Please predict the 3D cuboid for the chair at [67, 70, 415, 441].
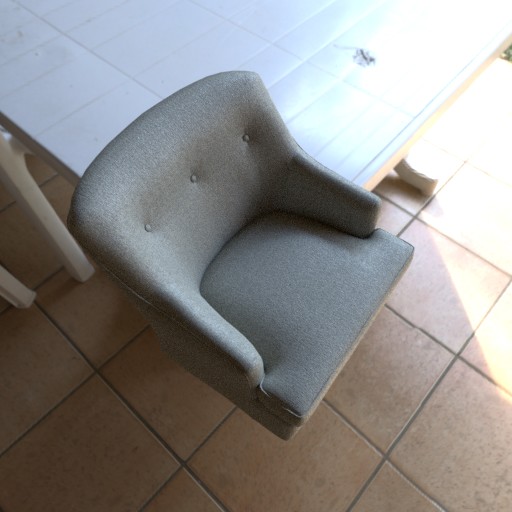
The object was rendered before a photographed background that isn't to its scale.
[{"bbox_3d":[0.000,0.000,1.598,0.923,0.856,0.864,32,63,19],"label":"chair"}]
